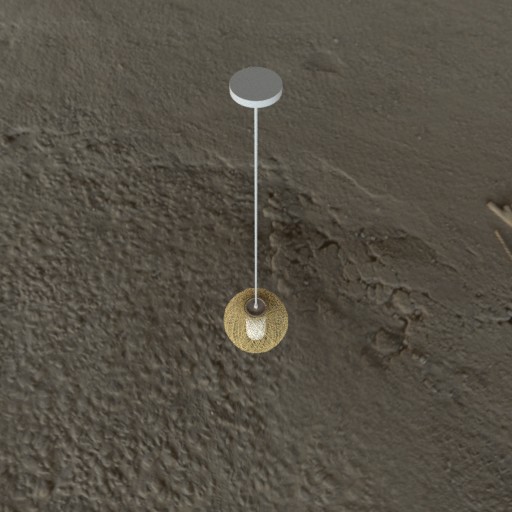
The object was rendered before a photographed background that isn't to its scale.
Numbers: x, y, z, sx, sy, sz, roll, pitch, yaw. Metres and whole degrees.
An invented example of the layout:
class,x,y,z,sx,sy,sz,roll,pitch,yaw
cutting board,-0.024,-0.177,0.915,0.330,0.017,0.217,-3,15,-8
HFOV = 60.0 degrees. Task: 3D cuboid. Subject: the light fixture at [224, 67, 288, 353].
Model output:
class,x,y,z,sx,sy,sz,roll,pitch,yaw
light fixture,0.000,0.000,2.151,0.406,1.955,0.407,-1,58,-1
